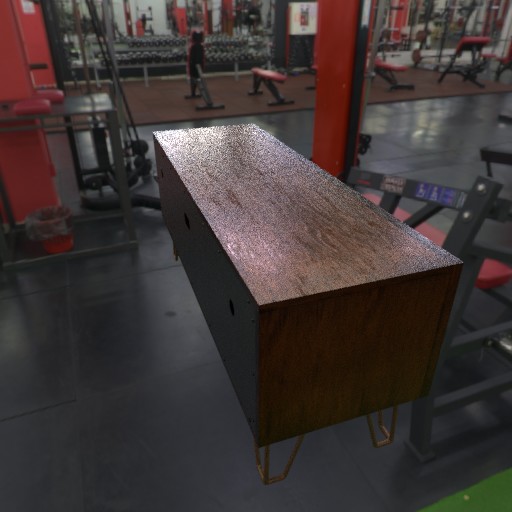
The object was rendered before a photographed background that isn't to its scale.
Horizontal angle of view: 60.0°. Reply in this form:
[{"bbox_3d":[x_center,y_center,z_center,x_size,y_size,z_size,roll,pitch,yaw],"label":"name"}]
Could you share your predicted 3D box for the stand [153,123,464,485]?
[{"bbox_3d":[0.000,0.000,1.597,0.481,0.610,1.372,-10,31,-17],"label":"stand"}]
